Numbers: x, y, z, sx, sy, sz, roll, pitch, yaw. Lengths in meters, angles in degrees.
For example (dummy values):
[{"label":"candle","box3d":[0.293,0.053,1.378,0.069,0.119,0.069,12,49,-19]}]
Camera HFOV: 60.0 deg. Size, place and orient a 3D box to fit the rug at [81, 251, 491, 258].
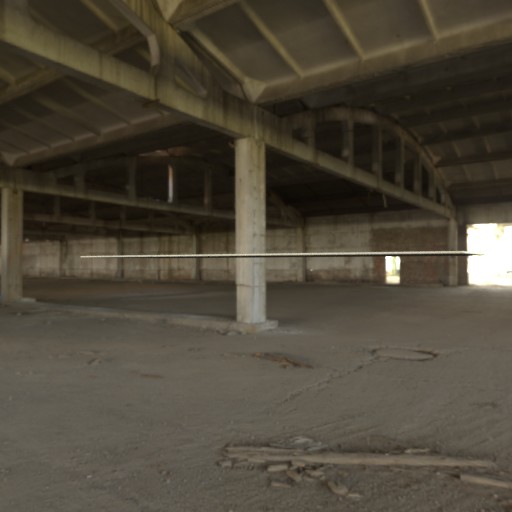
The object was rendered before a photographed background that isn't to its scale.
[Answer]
[{"label":"rug","box3d":[0.000,0.000,2.672,2.435,0.009,0.750,-1,-1,35]}]
